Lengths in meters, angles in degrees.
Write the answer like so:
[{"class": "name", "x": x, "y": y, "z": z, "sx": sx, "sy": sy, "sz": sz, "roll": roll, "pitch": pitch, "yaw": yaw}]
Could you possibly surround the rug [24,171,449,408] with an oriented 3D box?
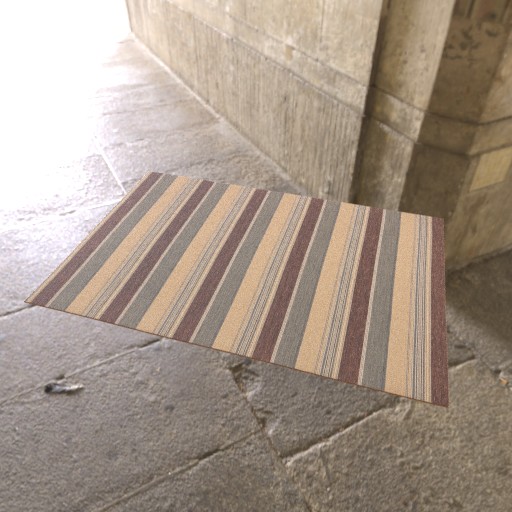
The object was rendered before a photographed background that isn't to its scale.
[{"class": "rug", "x": 0.000, "y": 0.000, "z": 2.246, "sx": 1.829, "sy": 0.008, "sz": 1.219, "roll": 11, "pitch": 42, "yaw": 13}]
